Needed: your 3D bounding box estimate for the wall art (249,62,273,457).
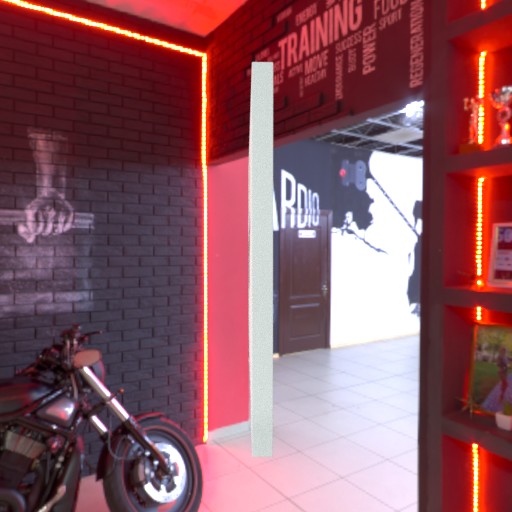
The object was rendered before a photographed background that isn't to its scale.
[{"bbox_3d":[0.000,0.000,1.145,0.033,0.617,0.906,0,1,-1],"label":"wall art"}]
